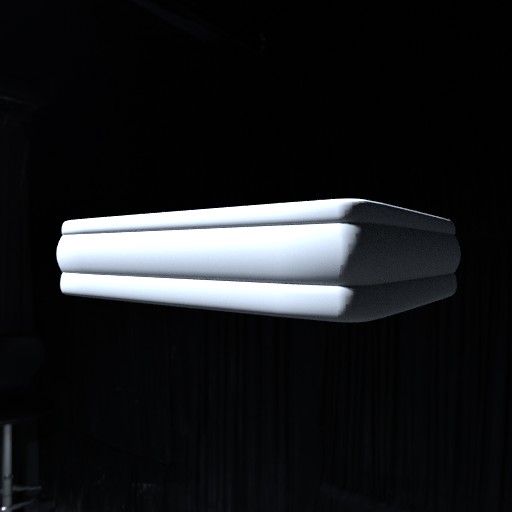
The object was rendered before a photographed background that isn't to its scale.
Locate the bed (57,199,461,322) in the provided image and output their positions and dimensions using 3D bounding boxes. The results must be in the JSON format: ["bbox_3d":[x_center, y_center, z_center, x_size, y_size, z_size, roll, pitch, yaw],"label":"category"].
[{"bbox_3d":[0.000,0.000,2.652,2.036,0.460,1.520,0,0,36],"label":"bed"}]
